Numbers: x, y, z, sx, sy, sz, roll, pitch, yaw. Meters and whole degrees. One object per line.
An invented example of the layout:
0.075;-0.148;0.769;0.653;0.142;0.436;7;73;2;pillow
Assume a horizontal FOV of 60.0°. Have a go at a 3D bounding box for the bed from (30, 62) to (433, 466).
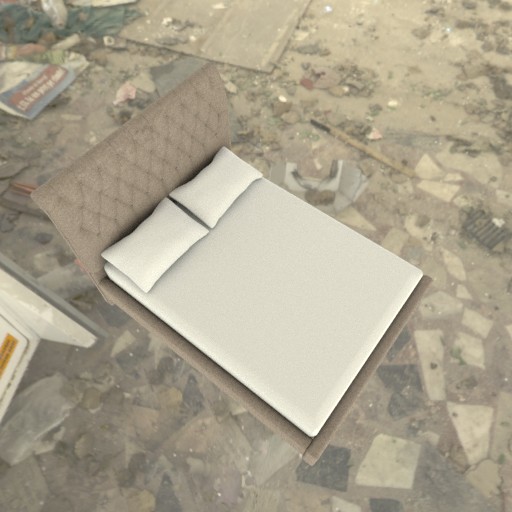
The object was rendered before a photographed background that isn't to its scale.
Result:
0.000;0.000;3.242;2.252;1.371;1.645;34;64;19;bed
